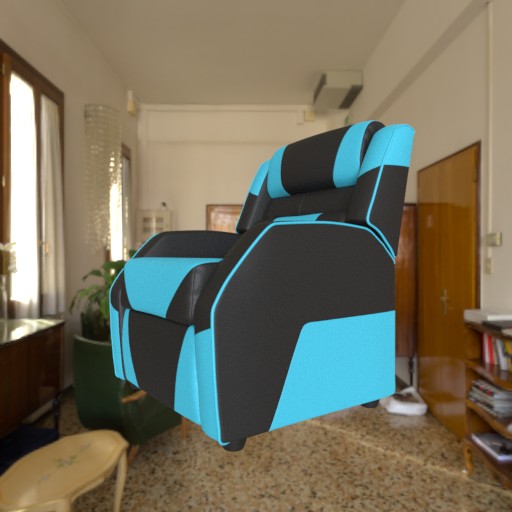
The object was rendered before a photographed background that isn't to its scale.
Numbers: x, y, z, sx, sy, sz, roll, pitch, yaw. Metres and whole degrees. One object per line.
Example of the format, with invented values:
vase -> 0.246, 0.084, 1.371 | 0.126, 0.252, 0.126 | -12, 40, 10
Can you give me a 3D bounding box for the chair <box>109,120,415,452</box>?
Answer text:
chair -> 0.000, 0.000, 1.291 | 0.672, 0.805, 0.620 | 0, 0, -36
